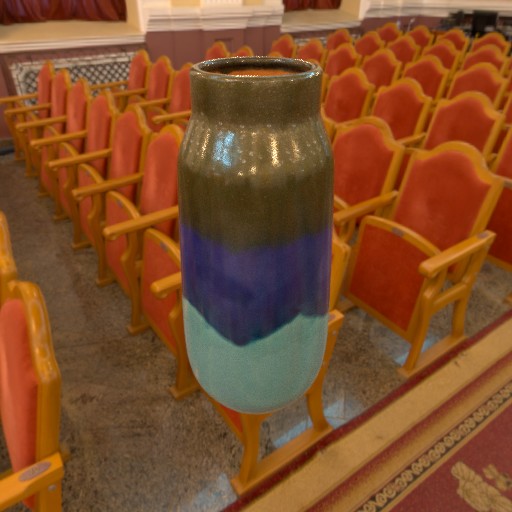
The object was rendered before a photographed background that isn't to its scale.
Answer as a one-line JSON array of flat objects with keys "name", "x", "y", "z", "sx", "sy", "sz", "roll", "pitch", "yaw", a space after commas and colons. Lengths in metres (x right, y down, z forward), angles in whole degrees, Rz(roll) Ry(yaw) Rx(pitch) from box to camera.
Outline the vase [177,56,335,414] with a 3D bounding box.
[{"name": "vase", "x": 0.000, "y": 0.000, "z": 0.391, "sx": 0.139, "sy": 0.313, "sz": 0.139, "roll": 0, "pitch": 32, "yaw": 0}]
